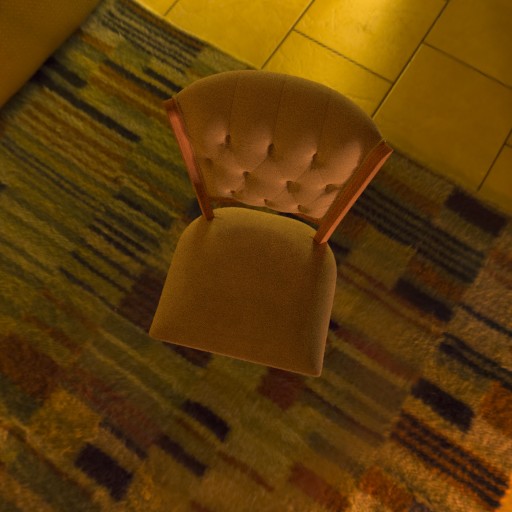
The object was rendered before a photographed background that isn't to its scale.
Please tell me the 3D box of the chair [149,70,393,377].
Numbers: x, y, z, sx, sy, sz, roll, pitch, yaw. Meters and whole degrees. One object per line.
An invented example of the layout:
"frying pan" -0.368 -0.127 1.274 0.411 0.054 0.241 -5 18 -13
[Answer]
"chair" 0.000 0.000 1.282 0.513 0.905 0.584 13 76 3
